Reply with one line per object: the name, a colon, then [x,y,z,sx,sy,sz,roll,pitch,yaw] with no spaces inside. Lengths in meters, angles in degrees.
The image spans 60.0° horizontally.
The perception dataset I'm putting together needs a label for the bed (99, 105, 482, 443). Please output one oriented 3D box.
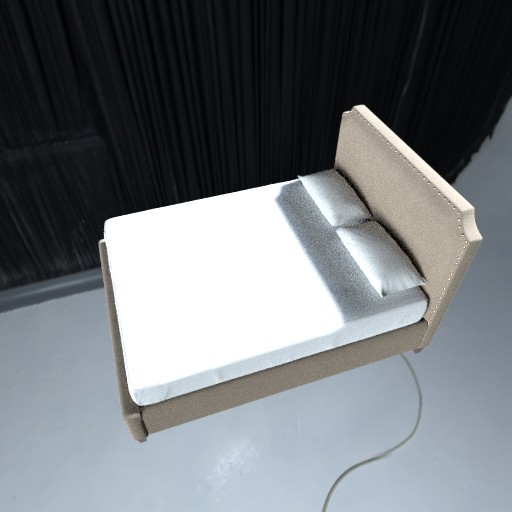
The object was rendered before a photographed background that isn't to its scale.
bed: [0.000,0.000,3.387,2.329,1.415,1.703,-14,47,-13]
